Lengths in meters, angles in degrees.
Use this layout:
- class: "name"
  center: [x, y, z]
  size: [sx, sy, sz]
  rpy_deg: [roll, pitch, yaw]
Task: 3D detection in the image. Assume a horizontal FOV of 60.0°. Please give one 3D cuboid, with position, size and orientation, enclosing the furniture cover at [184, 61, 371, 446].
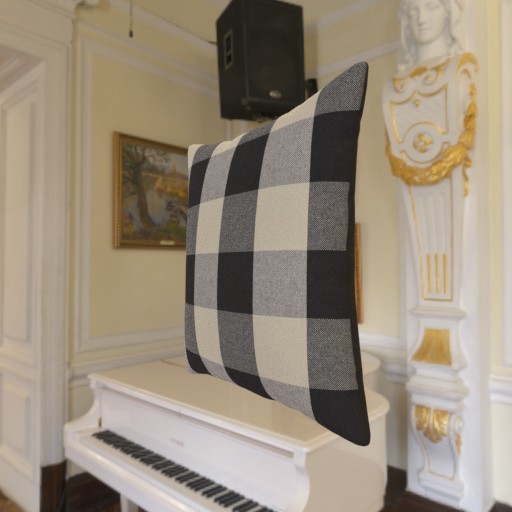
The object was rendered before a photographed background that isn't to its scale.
- class: "furniture cover"
  center: [0.000, 0.000, 0.789]
  size: [0.161, 0.509, 0.511]
  rpy_deg: [1, -2, -35]
